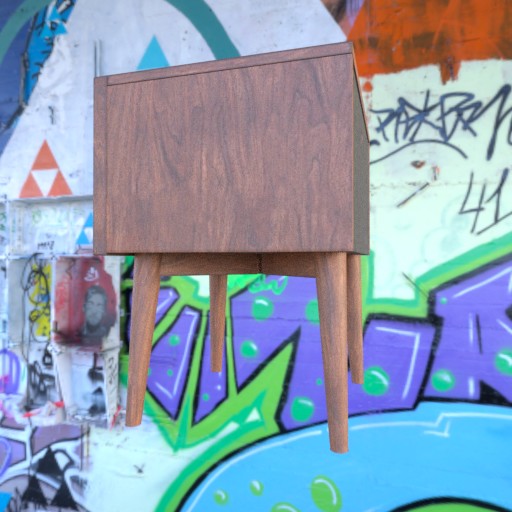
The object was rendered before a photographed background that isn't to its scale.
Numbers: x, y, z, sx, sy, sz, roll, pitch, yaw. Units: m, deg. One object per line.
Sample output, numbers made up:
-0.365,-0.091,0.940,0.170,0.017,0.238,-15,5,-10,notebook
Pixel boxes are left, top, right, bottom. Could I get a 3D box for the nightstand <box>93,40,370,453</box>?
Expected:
0.000,0.000,0.940,0.445,0.607,0.521,0,-1,17,nightstand
